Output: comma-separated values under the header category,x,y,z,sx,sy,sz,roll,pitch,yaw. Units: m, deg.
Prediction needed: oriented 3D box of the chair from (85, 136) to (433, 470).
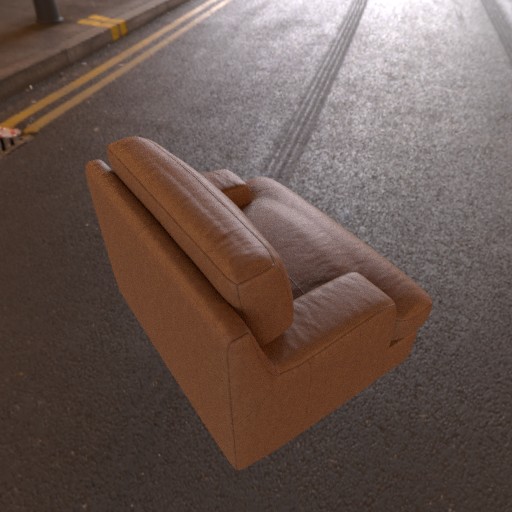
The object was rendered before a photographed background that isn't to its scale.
category,x,y,z,sx,sy,sz,roll,pitch,yaw
chair,0.000,0.000,1.998,1.050,0.978,1.276,-24,47,-25
